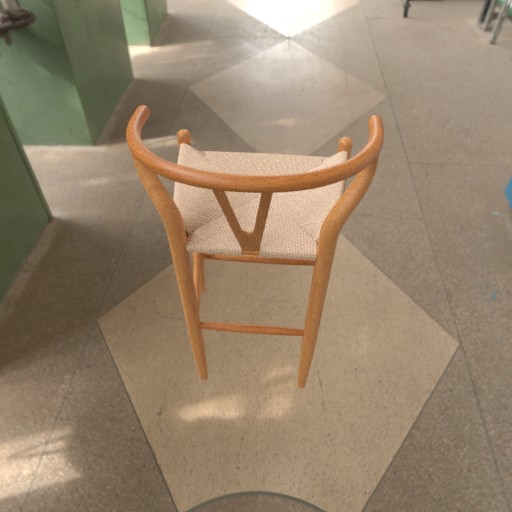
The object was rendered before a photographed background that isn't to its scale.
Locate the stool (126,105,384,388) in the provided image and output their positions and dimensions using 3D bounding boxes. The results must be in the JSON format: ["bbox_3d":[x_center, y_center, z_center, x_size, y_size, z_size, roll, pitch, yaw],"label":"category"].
[{"bbox_3d":[0.000,0.000,1.310,0.569,0.970,0.579,4,46,3],"label":"stool"}]
